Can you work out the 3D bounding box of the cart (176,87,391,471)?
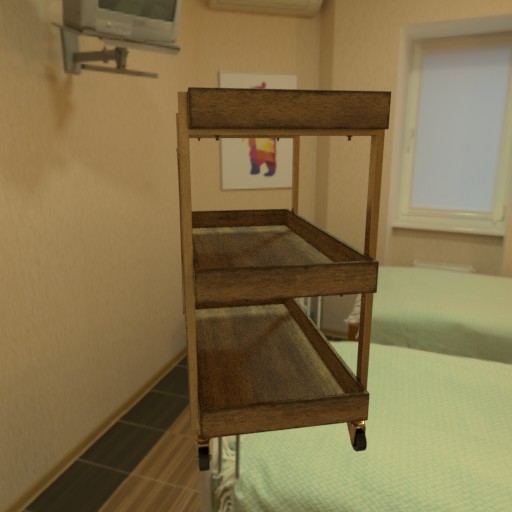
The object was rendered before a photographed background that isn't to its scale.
[{"bbox_3d":[0.000,0.000,1.240,0.416,0.799,0.750,-3,15,-10],"label":"cart"}]
